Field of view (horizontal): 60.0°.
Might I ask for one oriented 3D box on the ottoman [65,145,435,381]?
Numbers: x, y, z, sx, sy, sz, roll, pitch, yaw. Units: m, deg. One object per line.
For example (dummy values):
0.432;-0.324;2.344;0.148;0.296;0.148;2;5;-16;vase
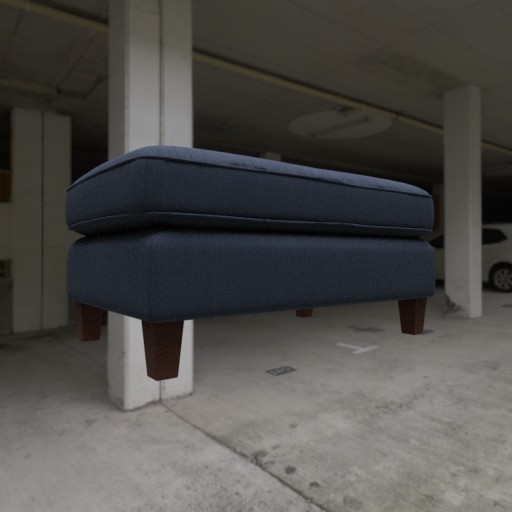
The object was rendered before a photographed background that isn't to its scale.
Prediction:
0.000;0.000;1.208;0.885;0.438;0.570;0;0;-37;ottoman
